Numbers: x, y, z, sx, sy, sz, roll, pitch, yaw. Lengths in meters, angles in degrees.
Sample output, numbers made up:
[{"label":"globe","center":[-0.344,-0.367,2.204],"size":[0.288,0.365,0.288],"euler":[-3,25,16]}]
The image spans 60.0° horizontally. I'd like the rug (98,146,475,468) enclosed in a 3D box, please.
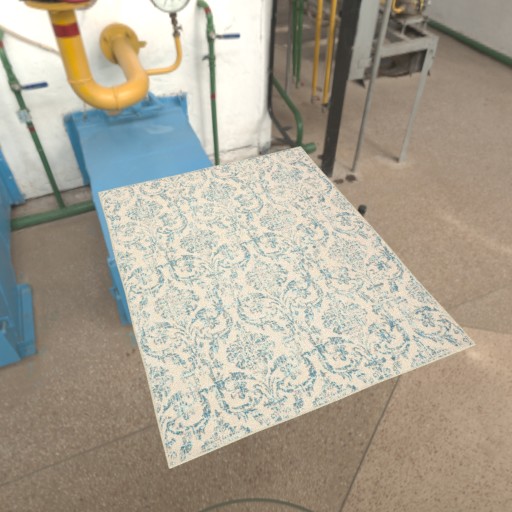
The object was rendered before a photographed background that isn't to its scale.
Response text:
[{"label":"rug","center":[0.000,0.000,3.992],"size":[2.363,0.012,2.980],"euler":[-16,48,-15]}]
